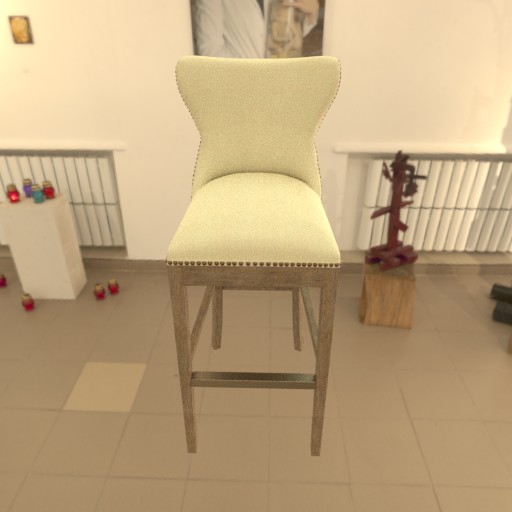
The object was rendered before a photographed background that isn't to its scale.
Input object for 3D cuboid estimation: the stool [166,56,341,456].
[{"bbox_3d":[0.000,0.000,1.405,0.494,1.123,0.606,1,29,1],"label":"stool"}]
